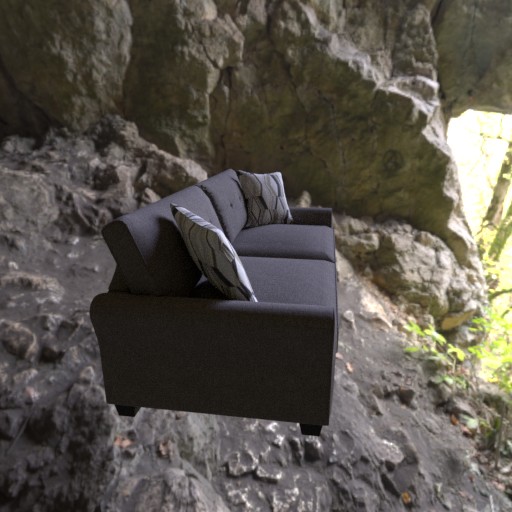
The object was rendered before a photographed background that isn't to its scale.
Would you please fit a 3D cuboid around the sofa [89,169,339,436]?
[{"bbox_3d":[0.000,0.000,2.490,0.889,0.813,2.032,3,17,9],"label":"sofa"}]
